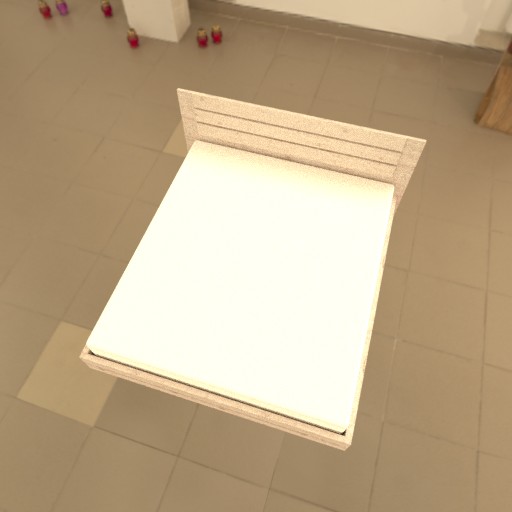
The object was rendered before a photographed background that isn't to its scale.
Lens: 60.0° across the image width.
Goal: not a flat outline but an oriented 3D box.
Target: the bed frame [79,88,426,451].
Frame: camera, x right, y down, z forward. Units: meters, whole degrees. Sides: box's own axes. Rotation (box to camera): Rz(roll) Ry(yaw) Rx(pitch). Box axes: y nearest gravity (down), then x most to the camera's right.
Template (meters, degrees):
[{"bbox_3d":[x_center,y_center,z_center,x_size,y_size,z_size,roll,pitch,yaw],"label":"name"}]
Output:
[{"bbox_3d":[0.000,0.000,3.254,1.950,0.970,2.080,15,59,9],"label":"bed frame"}]
